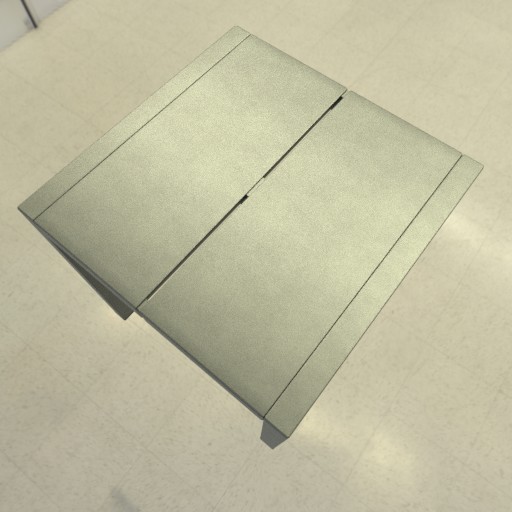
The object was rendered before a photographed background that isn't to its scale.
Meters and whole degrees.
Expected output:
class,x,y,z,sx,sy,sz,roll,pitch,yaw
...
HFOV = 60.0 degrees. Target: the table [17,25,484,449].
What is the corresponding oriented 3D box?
class,x,y,z,sx,sy,sz,roll,pitch,yaw
table,0.000,0.000,0.903,0.508,0.508,0.508,36,70,15
